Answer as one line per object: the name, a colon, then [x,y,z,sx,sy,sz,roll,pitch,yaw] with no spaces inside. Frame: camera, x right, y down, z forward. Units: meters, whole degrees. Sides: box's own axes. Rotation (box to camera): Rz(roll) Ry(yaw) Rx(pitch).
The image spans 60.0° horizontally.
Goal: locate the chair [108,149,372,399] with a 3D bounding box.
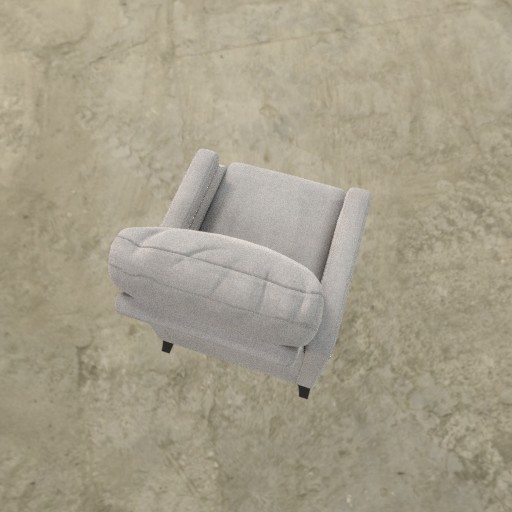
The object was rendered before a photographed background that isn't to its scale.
chair: [0.000,0.000,1.657,0.710,1.049,0.922,16,63,8]
